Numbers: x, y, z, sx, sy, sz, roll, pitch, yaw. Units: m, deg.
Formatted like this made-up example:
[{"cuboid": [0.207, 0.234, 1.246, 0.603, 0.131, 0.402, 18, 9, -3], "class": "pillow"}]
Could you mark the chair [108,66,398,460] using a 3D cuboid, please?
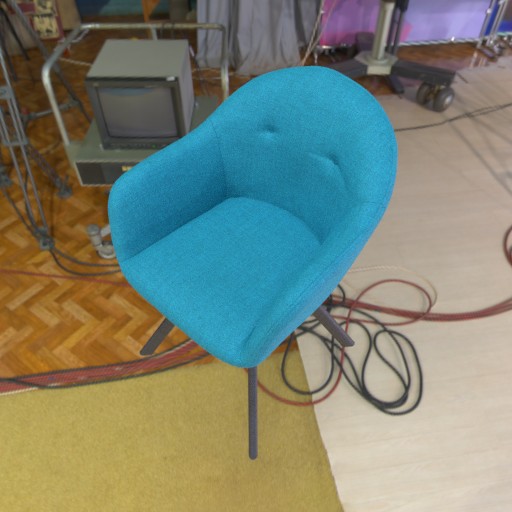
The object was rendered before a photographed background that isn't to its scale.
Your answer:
[{"cuboid": [0.000, 0.000, 1.130, 0.545, 0.775, 0.565, 33, 55, 27], "class": "chair"}]
